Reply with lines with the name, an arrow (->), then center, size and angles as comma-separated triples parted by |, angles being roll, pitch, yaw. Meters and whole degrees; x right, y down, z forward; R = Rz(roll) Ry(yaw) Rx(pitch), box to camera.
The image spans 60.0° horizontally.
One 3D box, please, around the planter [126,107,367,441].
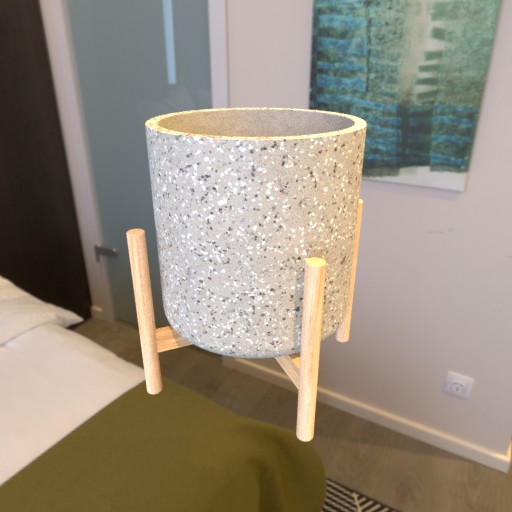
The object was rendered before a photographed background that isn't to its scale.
planter -> 0.000, 0.000, 0.708 | 0.360, 0.419, 0.360 | 0, 25, 0
